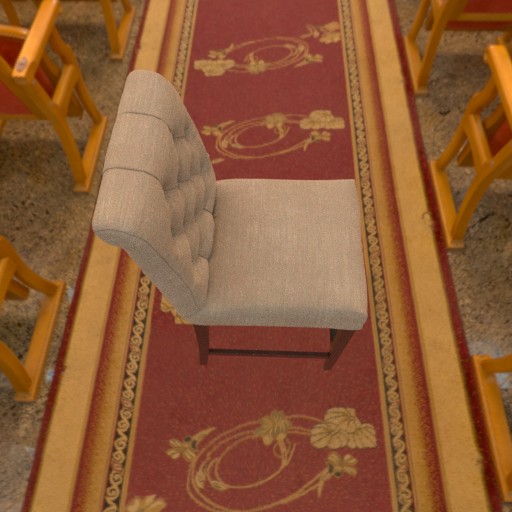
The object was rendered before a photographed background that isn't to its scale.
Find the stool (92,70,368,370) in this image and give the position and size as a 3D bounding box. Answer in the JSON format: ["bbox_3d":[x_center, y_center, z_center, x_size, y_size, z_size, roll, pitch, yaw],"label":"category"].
[{"bbox_3d":[0.000,0.000,1.437,0.660,1.084,0.486,2,62,1],"label":"stool"}]
